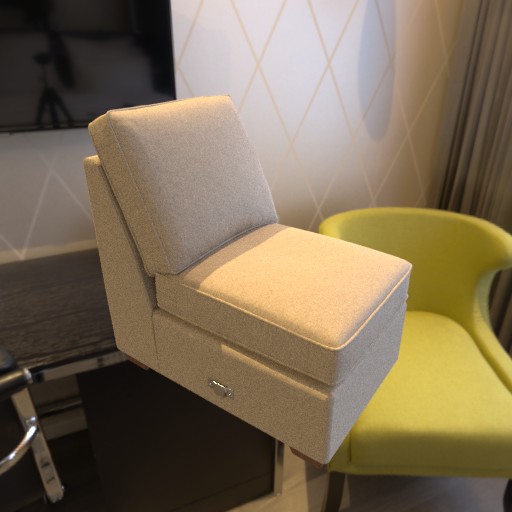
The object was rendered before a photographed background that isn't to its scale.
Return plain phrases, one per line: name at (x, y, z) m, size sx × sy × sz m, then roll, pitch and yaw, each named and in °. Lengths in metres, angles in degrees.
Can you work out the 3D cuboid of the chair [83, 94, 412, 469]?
chair at (0.000, 0.000, 1.661) m, size 1.020 × 1.058 × 0.674 m, roll 18°, pitch 31°, yaw 32°
